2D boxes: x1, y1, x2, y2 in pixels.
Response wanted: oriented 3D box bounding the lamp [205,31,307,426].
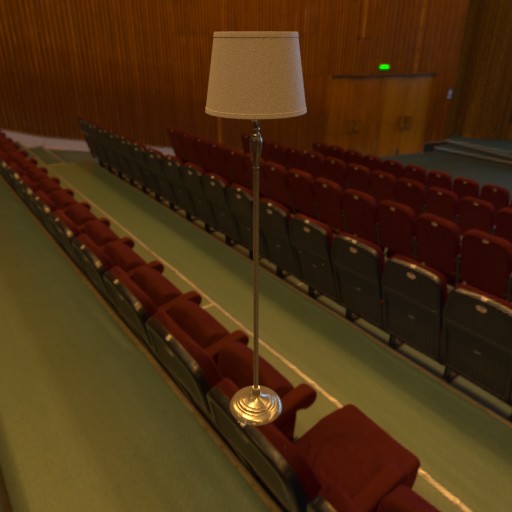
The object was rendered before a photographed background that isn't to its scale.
[{"bbox_3d":[0.000,0.000,1.669,0.327,1.506,0.327,-19,32,-33],"label":"lamp"}]
